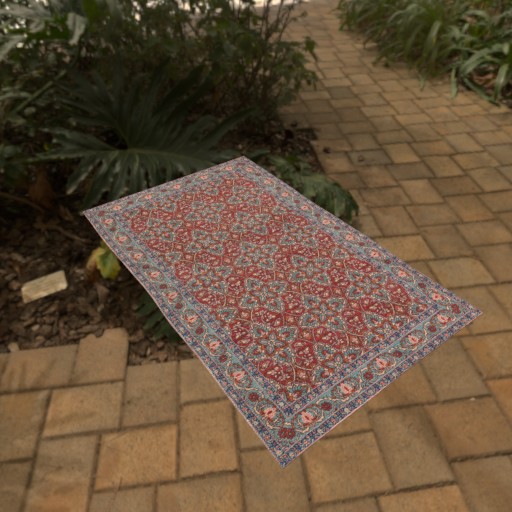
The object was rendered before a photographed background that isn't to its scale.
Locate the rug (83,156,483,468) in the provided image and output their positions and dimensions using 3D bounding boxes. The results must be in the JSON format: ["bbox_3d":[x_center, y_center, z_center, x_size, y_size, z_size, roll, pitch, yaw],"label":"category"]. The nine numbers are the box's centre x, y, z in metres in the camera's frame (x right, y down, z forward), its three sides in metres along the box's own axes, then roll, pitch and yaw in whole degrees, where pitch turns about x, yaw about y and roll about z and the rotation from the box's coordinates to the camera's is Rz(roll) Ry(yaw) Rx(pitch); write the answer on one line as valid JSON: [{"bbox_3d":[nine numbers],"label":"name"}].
[{"bbox_3d":[0.000,0.000,3.013,1.533,0.011,2.439,-26,46,-27],"label":"rug"}]
